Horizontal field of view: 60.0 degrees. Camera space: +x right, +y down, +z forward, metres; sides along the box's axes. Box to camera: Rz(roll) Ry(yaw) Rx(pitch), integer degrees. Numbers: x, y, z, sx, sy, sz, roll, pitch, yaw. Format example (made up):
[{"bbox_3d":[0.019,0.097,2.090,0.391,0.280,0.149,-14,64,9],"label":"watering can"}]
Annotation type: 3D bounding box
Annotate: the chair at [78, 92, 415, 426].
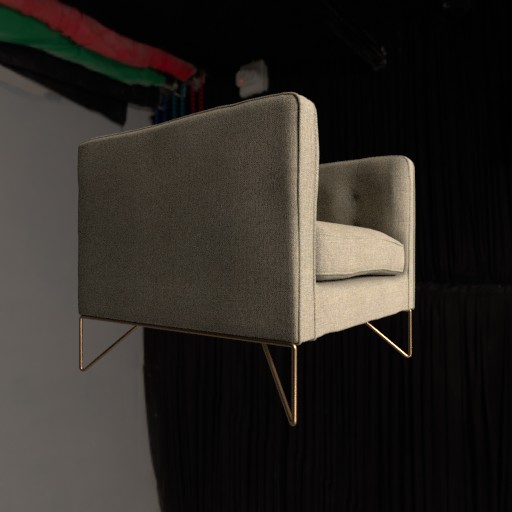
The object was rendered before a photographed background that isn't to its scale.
[{"bbox_3d":[0.000,0.000,1.639,0.912,0.799,0.920,0,0,36],"label":"chair"}]
